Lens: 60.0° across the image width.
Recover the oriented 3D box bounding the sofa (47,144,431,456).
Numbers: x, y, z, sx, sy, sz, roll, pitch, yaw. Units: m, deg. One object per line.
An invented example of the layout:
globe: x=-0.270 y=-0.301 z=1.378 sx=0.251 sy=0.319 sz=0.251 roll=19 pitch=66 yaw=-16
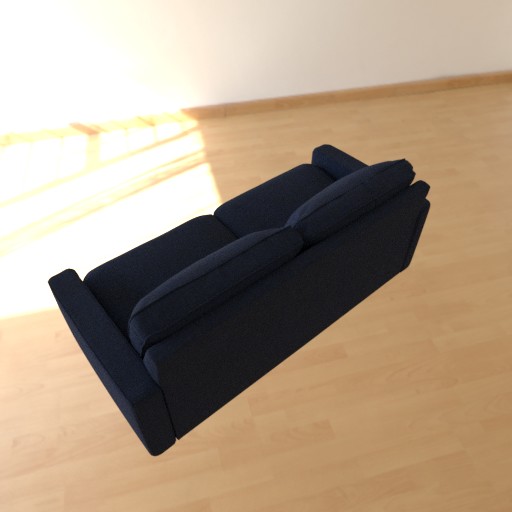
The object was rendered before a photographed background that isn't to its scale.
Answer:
sofa: x=0.000 y=0.000 z=2.577 sx=2.080 sy=0.919 sz=0.940 roll=-31 pitch=53 yaw=-27
